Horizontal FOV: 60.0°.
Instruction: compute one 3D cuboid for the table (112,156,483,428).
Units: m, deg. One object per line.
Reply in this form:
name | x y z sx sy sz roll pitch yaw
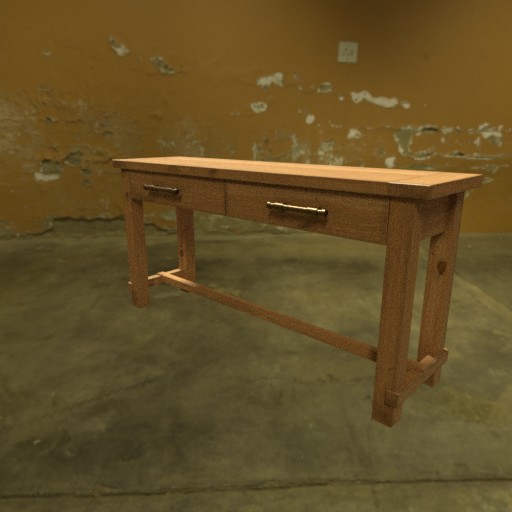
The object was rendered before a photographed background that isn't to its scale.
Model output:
table | 0.000 0.000 1.900 1.599 0.762 0.442 14 21 41
